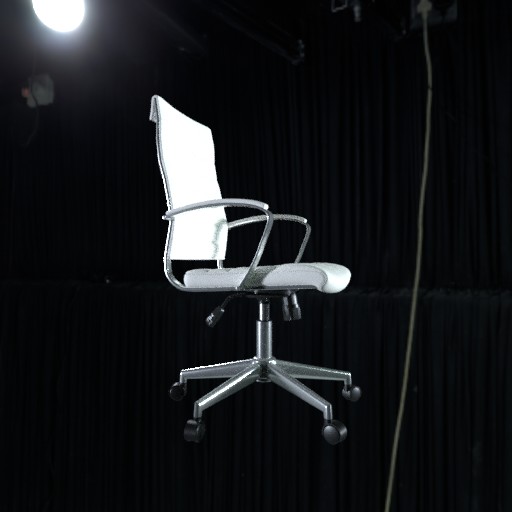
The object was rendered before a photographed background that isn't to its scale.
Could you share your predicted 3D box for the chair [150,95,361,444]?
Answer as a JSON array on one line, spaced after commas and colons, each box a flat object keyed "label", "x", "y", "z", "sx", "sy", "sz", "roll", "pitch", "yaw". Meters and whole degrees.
[{"label": "chair", "x": 0.000, "y": 0.000, "z": 1.680, "sx": 0.739, "sy": 1.149, "sz": 0.766, "roll": 0, "pitch": -1, "yaw": 20}]
